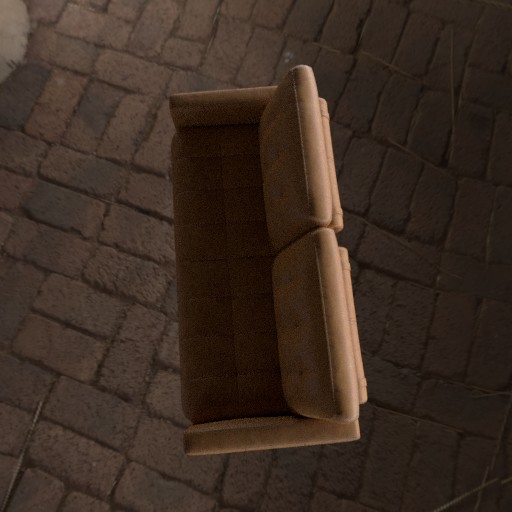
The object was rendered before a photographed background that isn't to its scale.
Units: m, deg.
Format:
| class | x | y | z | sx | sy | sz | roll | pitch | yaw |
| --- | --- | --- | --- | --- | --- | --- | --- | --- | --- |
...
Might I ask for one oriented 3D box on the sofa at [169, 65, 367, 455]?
| class | x | y | z | sx | sy | sz | roll | pitch | yaw |
| --- | --- | --- | --- | --- | --- | --- | --- | --- | --- |
| sofa | 0.000 | 0.000 | 2.270 | 0.850 | 0.898 | 1.821 | -5 | 76 | -1 |
